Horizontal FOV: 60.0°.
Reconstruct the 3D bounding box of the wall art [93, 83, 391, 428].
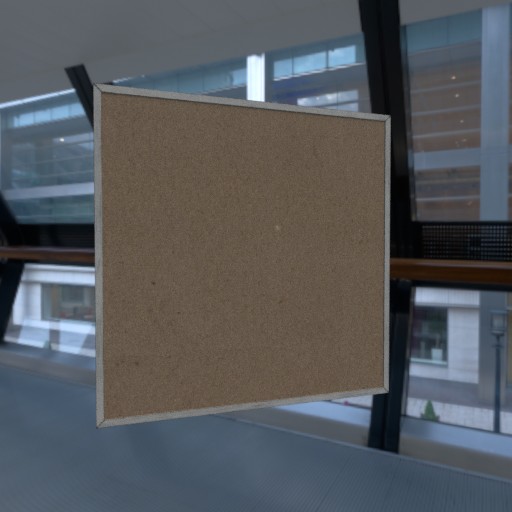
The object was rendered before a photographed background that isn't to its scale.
[{"bbox_3d":[0.000,0.000,1.115,0.762,0.762,0.038,0,1,-18],"label":"wall art"}]
